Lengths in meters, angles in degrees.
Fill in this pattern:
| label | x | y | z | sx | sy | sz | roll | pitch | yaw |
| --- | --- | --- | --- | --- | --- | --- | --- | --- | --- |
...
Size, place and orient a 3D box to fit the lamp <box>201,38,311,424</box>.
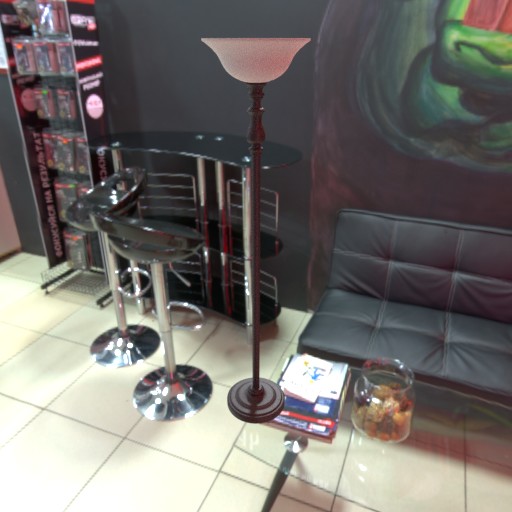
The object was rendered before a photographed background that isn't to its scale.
| label | x | y | z | sx | sy | sz | roll | pitch | yaw |
| --- | --- | --- | --- | --- | --- | --- | --- | --- | --- |
| lamp | 0.000 | 0.000 | 2.040 | 0.405 | 1.797 | 0.405 | -17 | 31 | -31 |
